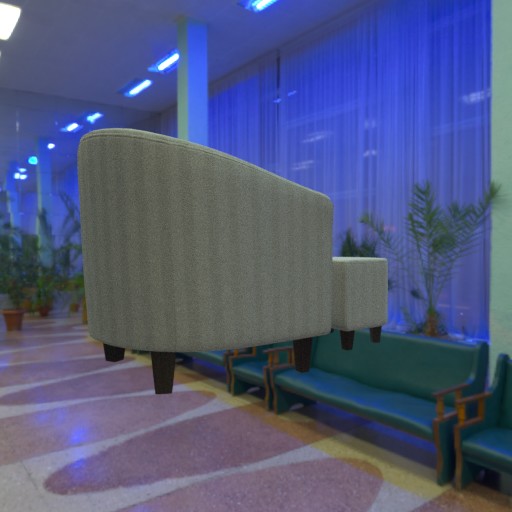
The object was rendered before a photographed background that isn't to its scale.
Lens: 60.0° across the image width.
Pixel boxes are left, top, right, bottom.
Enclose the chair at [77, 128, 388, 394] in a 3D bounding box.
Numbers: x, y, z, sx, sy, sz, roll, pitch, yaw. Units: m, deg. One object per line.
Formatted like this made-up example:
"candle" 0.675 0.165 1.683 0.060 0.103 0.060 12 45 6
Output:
"chair" 0.000 0.000 1.712 1.288 0.757 0.756 -1 1 -36
